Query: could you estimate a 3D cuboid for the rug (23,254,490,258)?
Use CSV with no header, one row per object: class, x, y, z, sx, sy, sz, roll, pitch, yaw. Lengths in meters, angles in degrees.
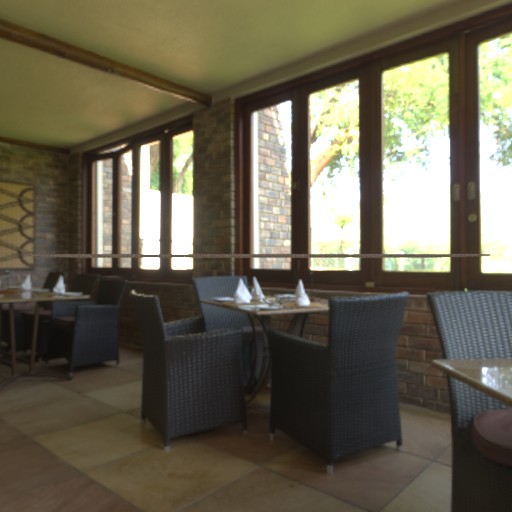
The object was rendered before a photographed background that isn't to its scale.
rug,0.000,0.000,2.677,2.430,0.012,0.767,0,-1,1
